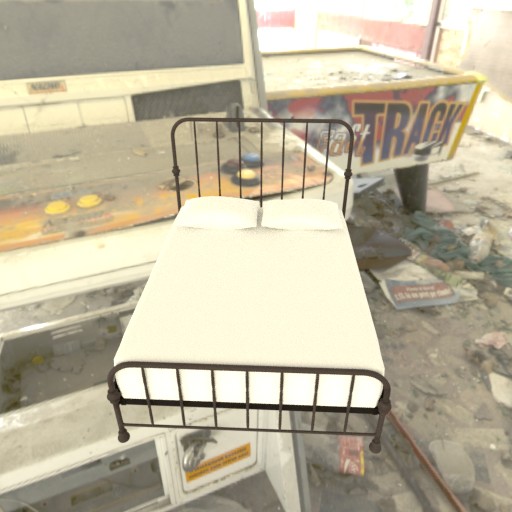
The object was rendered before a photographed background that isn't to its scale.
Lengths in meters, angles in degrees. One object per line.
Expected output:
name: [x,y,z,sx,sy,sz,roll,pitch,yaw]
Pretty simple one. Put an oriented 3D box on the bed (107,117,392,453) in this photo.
bed: [0.000,0.000,3.217,1.616,1.446,2.134,1,32,2]
